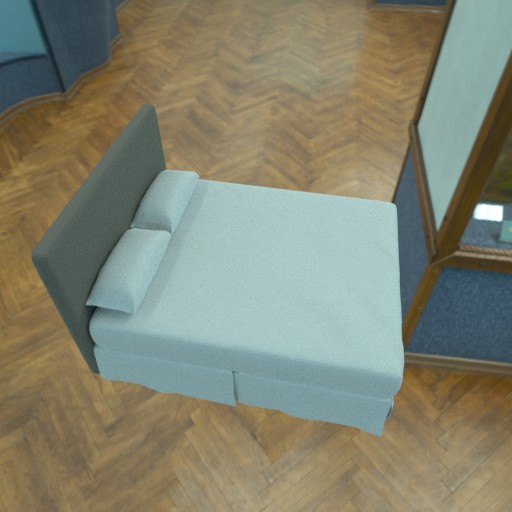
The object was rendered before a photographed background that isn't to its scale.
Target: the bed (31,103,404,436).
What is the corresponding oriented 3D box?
[{"bbox_3d":[0.000,0.000,3.209,2.142,1.330,1.748,8,47,8],"label":"bed"}]
